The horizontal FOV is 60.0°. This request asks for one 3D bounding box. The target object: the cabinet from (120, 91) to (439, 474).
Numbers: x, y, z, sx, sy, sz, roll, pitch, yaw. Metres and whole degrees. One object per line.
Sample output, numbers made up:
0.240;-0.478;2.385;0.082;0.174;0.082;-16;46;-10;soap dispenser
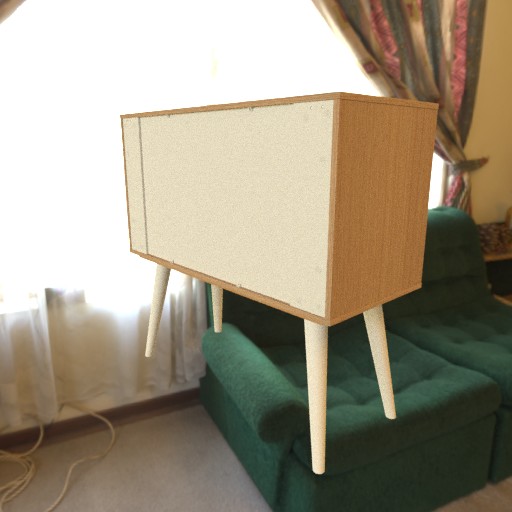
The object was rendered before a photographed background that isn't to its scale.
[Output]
0.000;0.000;1.620;0.470;1.016;1.057;-13;19;-41;cabinet
